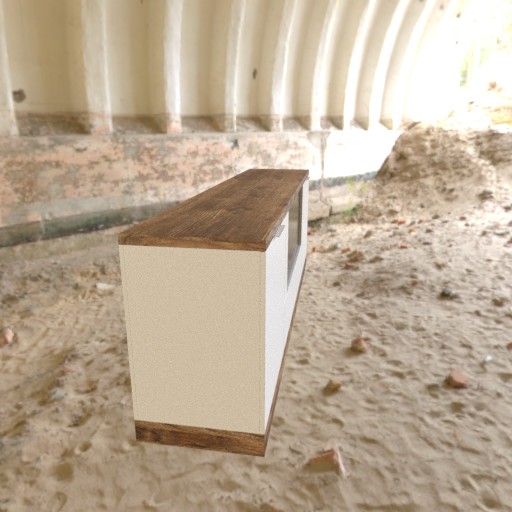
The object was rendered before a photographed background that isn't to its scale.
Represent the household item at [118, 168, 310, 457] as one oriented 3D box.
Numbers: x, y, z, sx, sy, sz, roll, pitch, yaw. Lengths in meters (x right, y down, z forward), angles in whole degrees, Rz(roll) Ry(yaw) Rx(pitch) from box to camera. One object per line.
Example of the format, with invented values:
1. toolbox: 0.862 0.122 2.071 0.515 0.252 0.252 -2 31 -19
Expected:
1. household item: 0.000 0.000 2.011 0.390 0.615 1.800 3 17 9
